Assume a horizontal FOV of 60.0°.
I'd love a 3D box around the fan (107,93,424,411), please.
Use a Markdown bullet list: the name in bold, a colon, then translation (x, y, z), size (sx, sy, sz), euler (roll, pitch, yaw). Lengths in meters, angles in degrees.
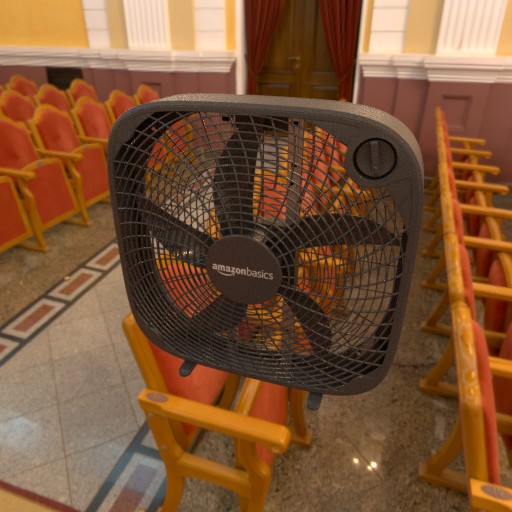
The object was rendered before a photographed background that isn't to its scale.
- **fan**: translation (0.000, 0.000, 0.791), size (0.526, 0.533, 0.142), euler (9, 29, 17)
